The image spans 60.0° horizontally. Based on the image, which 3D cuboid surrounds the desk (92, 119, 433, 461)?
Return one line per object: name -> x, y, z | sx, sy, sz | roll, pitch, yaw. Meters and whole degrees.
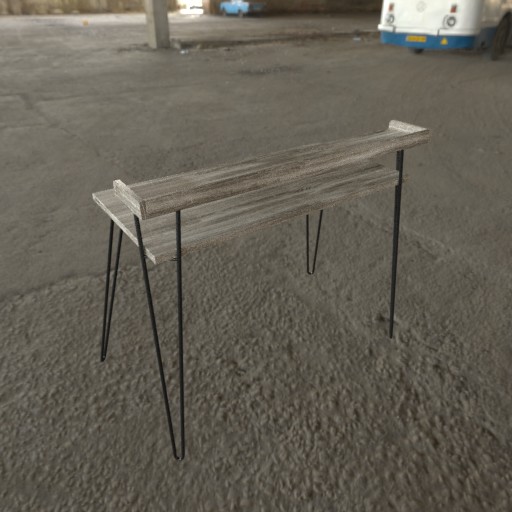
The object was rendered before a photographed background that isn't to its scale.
desk -> 0.000, 0.000, 1.641 | 1.135, 0.899, 0.605 | -20, 36, -30
